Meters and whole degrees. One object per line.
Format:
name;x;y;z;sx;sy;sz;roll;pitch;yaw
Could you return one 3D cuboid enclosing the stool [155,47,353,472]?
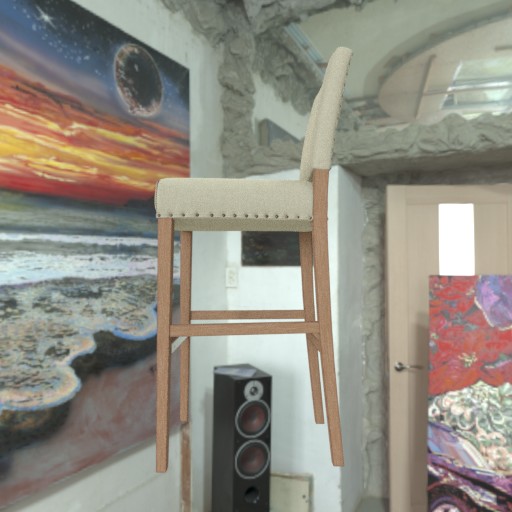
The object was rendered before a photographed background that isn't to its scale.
stool;0.000;0.000;1.383;0.546;1.143;0.428;0;-2;-1
